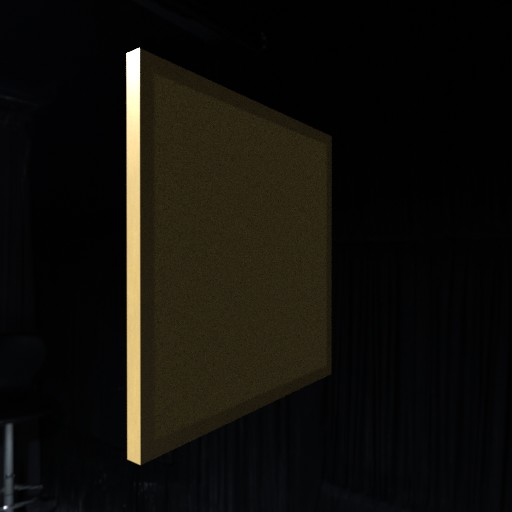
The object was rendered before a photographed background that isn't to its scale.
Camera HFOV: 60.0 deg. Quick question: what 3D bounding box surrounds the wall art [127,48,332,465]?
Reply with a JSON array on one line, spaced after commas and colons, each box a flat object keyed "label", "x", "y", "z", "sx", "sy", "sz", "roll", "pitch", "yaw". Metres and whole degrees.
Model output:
[{"label": "wall art", "x": 0.000, "y": 0.000, "z": 2.863, "sx": 0.097, "sy": 1.936, "sz": 1.935, "roll": 0, "pitch": 1, "yaw": 37}]
